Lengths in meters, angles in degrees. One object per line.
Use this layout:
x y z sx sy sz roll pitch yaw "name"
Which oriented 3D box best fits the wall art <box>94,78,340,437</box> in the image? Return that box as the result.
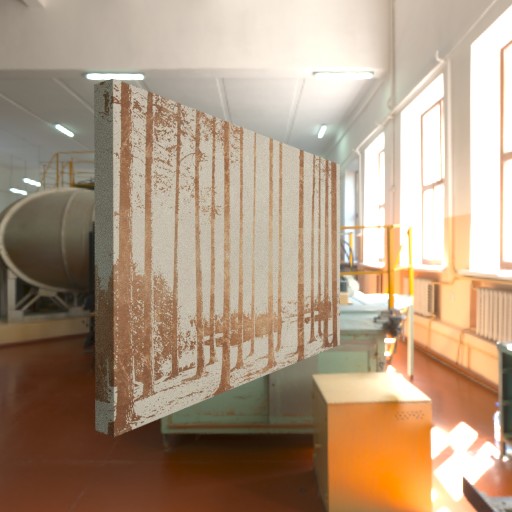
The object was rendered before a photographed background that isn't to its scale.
0.000 0.000 0.759 0.035 0.405 0.609 0 1 35 "wall art"
